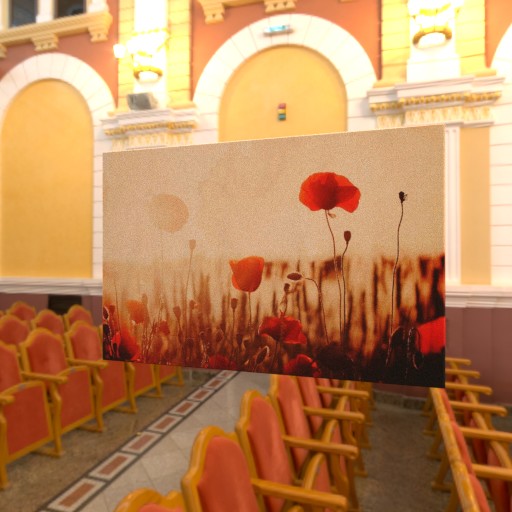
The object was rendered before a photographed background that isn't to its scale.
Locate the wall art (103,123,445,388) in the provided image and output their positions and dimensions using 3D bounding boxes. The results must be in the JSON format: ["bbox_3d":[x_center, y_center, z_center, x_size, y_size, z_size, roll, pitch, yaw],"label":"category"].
[{"bbox_3d":[0.000,0.000,0.781,0.613,0.402,0.040,0,0,18],"label":"wall art"}]
